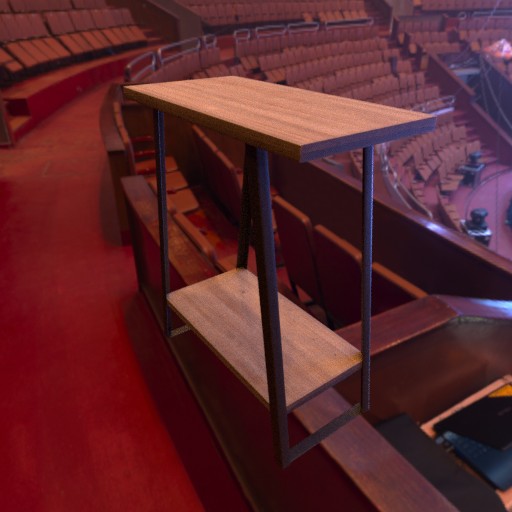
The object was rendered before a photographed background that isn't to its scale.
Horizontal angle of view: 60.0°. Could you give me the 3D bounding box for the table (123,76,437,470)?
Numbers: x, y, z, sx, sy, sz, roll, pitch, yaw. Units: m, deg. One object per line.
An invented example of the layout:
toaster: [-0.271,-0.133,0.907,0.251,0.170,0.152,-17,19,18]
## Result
table: [0.000,0.000,1.033,0.300,0.701,0.599,-20,35,-31]
